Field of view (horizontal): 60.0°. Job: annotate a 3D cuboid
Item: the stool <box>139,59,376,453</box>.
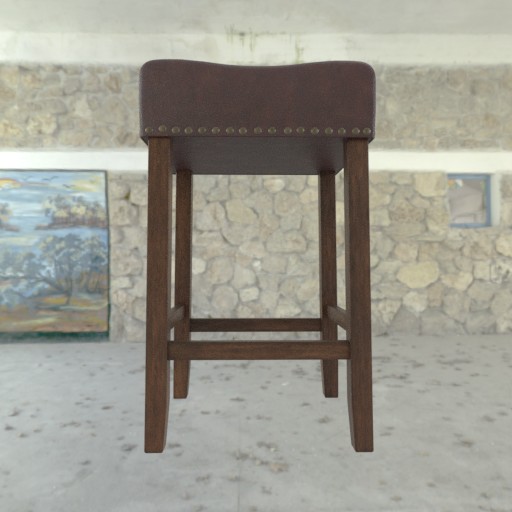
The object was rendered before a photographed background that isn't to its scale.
[{"bbox_3d":[0.000,0.000,1.051,0.465,0.769,0.401,0,0,-1],"label":"stool"}]
